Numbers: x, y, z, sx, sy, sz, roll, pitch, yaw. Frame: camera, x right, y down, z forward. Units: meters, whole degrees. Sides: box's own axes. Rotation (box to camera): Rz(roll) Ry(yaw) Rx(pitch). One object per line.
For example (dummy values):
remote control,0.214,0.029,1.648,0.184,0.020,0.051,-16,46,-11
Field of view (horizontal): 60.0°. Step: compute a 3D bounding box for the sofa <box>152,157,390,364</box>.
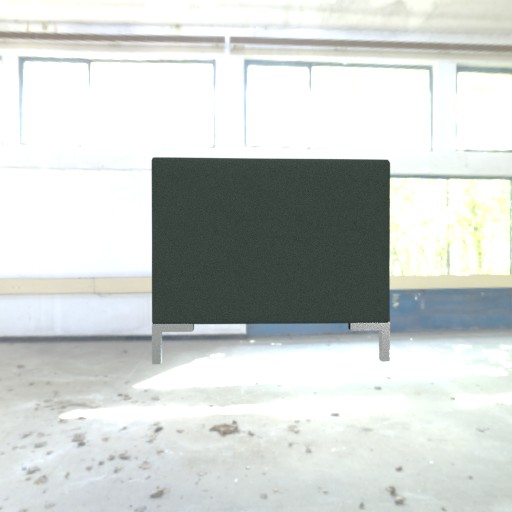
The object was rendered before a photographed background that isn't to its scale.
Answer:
sofa,0.000,0.000,2.447,0.797,0.657,2.102,0,1,-3
